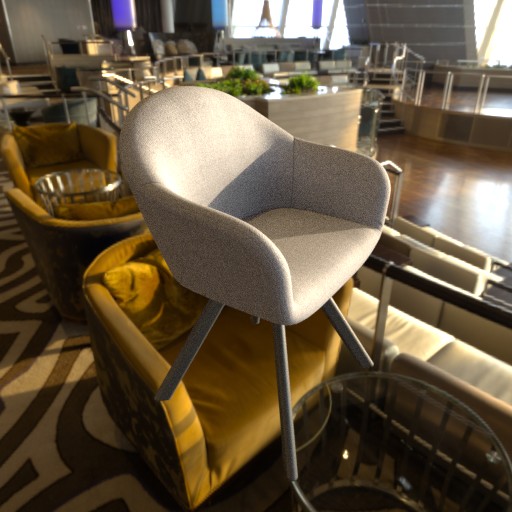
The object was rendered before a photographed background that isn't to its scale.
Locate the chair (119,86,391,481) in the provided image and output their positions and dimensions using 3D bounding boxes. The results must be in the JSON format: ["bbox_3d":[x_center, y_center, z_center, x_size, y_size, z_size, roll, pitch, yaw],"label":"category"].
[{"bbox_3d":[0.000,0.000,1.147,0.550,0.795,0.590,17,32,30],"label":"chair"}]
